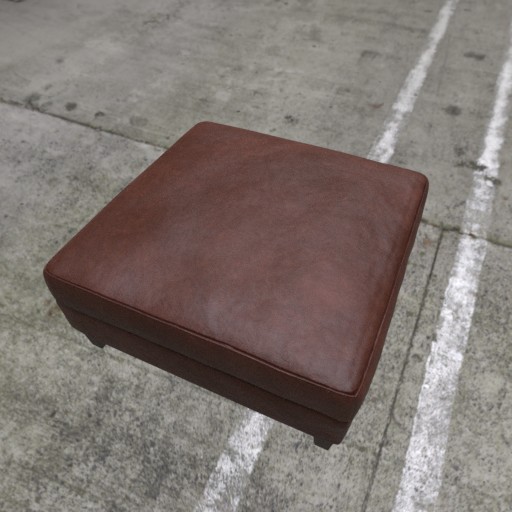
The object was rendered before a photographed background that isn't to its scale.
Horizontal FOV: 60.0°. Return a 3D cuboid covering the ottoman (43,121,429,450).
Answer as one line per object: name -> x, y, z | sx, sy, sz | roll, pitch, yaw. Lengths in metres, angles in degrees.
ottoman -> 0.000, 0.000, 1.338 | 0.844, 0.415, 0.836 | 19, 49, 17
